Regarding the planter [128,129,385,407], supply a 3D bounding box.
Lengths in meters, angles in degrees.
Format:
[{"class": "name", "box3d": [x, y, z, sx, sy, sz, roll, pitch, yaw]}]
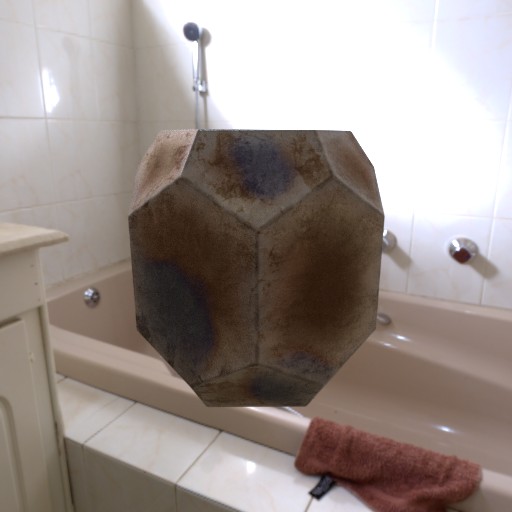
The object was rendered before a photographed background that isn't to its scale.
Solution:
[{"class": "planter", "box3d": [0.000, 0.000, 0.436, 0.243, 0.238, 0.221, 8, 17, 28]}]
